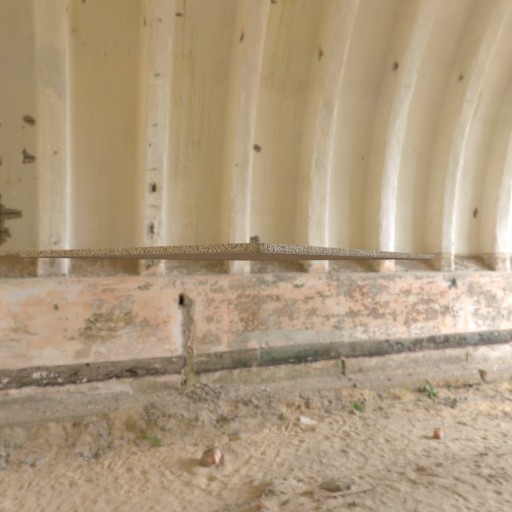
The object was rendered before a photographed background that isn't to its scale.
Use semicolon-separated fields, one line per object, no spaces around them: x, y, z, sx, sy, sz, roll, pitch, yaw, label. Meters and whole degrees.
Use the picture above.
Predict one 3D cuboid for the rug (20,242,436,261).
0.000;0.000;2.059;1.199;0.025;1.600;-1;-1;36;rug
